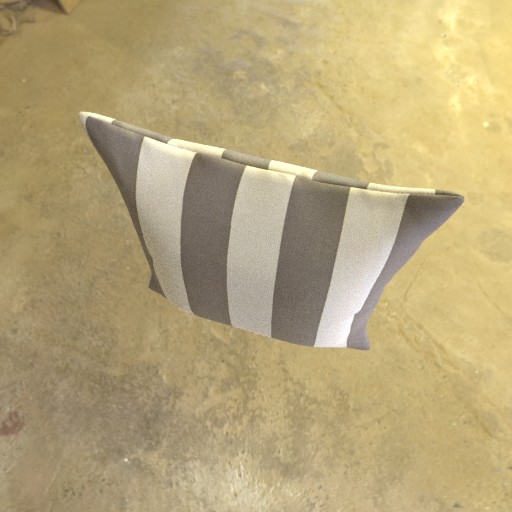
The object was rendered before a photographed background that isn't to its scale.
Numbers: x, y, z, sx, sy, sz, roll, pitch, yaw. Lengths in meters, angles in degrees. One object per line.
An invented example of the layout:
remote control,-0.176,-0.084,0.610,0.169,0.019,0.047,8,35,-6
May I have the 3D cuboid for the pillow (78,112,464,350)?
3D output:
pillow,0.000,0.000,0.782,0.522,0.507,0.192,15,59,9
